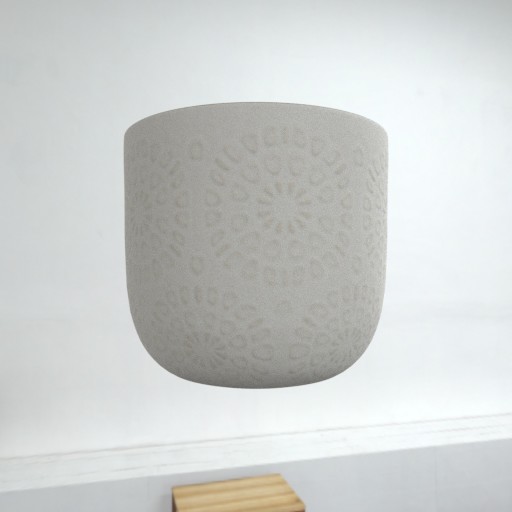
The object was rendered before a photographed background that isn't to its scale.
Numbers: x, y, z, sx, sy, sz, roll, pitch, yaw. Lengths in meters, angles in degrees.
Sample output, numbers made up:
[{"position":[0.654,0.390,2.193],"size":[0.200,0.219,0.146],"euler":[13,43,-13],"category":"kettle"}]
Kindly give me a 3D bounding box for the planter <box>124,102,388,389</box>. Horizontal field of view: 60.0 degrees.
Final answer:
[{"position":[0.000,0.000,0.217],"size":[0.124,0.109,0.124],"euler":[0,0,0],"category":"planter"}]
